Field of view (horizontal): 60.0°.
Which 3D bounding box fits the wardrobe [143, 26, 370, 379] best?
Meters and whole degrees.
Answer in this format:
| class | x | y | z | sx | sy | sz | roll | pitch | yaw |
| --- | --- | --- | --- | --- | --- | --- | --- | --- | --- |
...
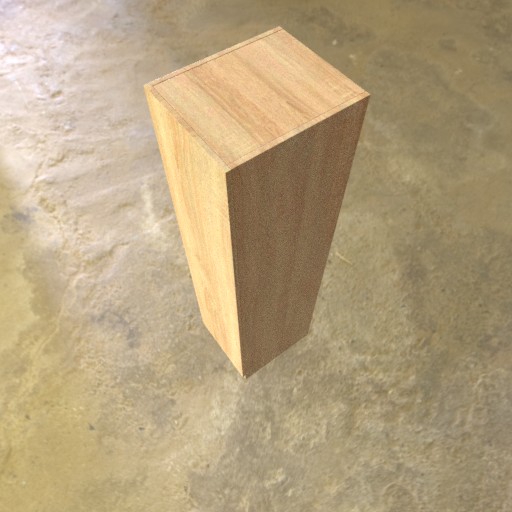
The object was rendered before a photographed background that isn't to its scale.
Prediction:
| class | x | y | z | sx | sy | sz | roll | pitch | yaw |
| --- | --- | --- | --- | --- | --- | --- | --- | --- | --- |
| wardrobe | 0.000 | 0.000 | 2.391 | 0.588 | 2.117 | 0.496 | -32 | 63 | -18 |
